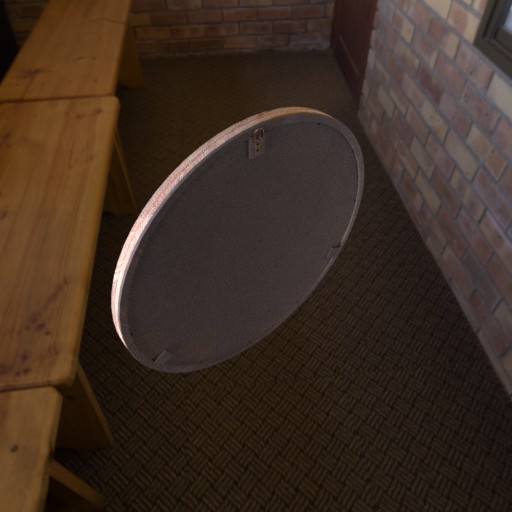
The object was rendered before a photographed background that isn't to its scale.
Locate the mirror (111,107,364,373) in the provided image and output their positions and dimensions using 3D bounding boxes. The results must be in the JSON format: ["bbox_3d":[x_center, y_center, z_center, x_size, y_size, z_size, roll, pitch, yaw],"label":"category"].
[{"bbox_3d":[0.000,0.000,1.057,0.710,0.710,0.038,-31,54,-25],"label":"mirror"}]
